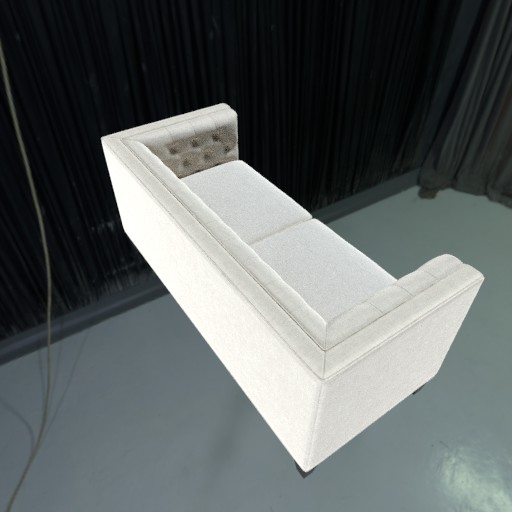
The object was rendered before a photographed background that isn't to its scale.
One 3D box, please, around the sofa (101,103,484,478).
[{"bbox_3d":[0.000,0.000,2.204,0.775,0.762,1.778,-25,48,-25],"label":"sofa"}]
